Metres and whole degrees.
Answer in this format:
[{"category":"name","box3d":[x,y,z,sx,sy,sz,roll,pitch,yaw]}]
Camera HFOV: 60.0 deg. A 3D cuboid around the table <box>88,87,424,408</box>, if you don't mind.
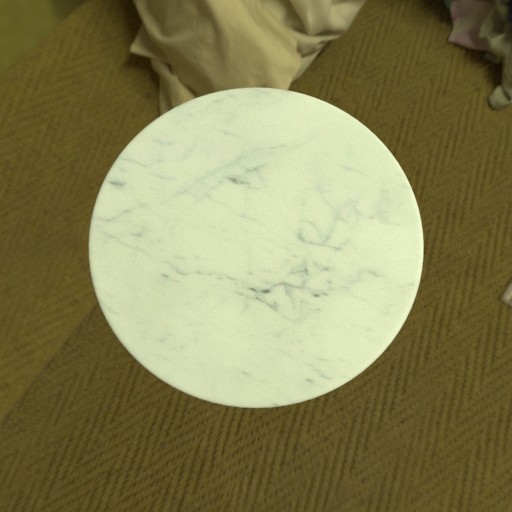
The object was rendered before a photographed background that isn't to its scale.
[{"category":"table","box3d":[0.000,0.000,1.275,0.800,0.450,0.800,0,75,0]}]
